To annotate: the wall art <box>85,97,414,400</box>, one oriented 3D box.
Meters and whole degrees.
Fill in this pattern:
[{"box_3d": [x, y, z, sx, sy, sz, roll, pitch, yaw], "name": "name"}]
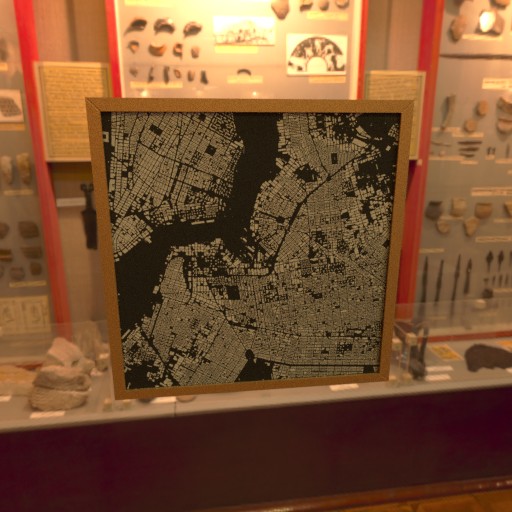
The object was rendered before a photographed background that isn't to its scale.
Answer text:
[{"box_3d": [0.000, 0.000, 2.885, 1.926, 1.926, 0.099, -2, 16, -7], "name": "wall art"}]
